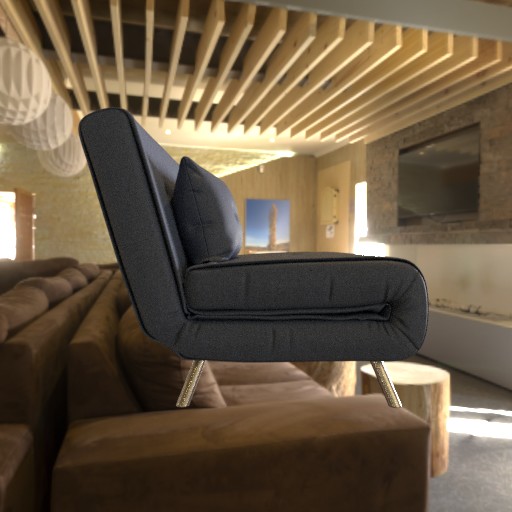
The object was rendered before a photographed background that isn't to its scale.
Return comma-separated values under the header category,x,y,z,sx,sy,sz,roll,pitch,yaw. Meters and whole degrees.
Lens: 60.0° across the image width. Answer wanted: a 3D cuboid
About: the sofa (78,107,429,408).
category,x,y,z,sx,sy,sz,roll,pitch,yaw
sofa,0.000,0.000,1.725,0.996,0.860,0.999,0,1,0
